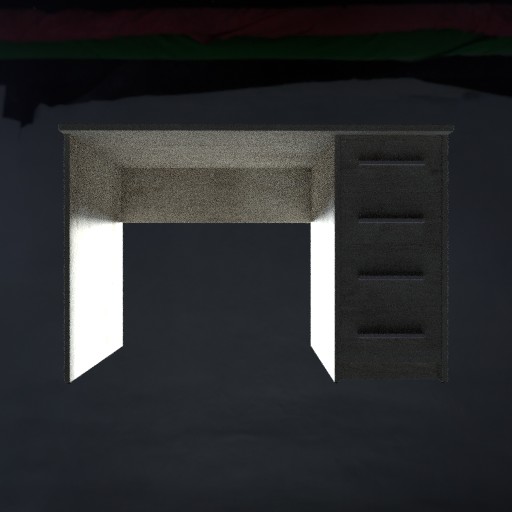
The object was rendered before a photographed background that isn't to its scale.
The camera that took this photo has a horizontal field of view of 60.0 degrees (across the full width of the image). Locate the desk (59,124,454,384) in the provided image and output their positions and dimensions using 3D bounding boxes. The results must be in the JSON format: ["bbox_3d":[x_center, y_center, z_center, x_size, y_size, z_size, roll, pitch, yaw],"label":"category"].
[{"bbox_3d":[0.000,0.000,1.506,1.096,0.730,0.560,0,0,0],"label":"desk"}]
